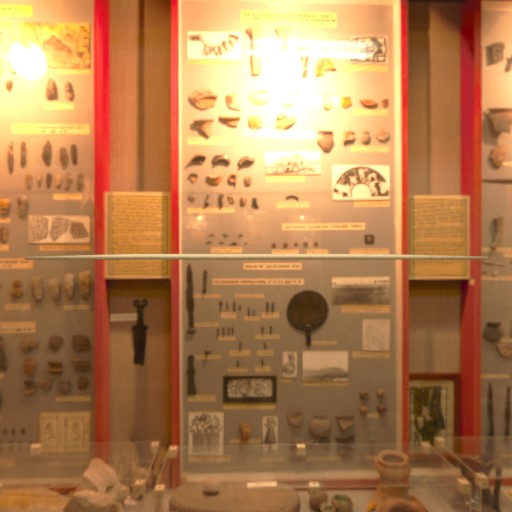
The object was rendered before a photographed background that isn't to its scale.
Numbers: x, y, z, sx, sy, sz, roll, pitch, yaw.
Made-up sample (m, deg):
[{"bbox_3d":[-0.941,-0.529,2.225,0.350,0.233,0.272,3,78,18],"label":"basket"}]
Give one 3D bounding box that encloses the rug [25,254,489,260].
[{"bbox_3d":[0.000,0.000,4.032,2.976,0.018,2.430,0,1,-1],"label":"rug"}]
